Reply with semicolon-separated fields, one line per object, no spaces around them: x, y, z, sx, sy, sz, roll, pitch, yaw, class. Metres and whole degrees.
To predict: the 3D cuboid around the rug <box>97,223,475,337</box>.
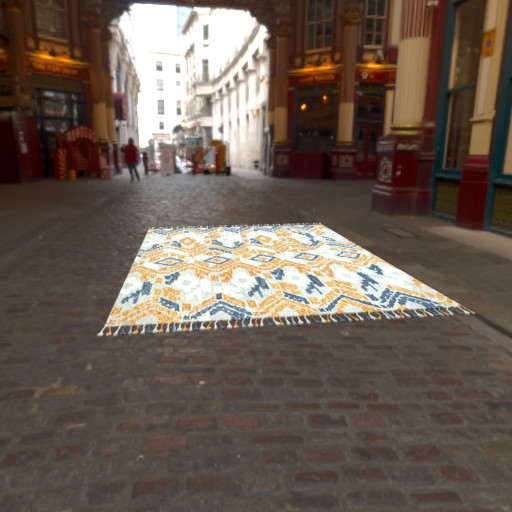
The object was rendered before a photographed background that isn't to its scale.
0.000;0.000;2.276;1.230;0.008;1.827;-2;14;-8;rug
